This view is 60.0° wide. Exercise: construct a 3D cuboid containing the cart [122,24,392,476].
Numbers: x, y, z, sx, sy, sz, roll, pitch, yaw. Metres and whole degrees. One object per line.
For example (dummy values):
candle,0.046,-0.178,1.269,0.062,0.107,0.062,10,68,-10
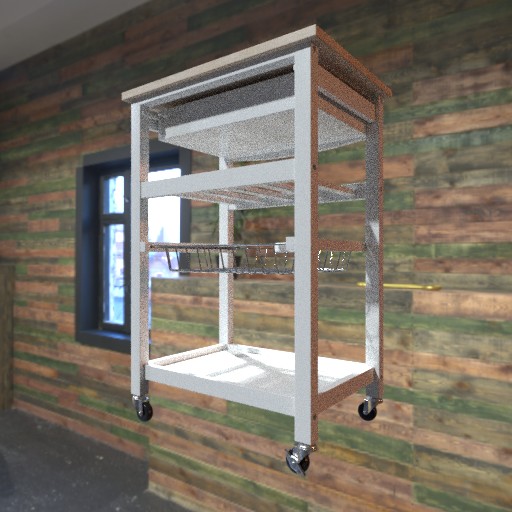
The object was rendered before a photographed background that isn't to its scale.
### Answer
cart,0.000,0.000,1.155,0.578,0.857,0.406,0,0,37
